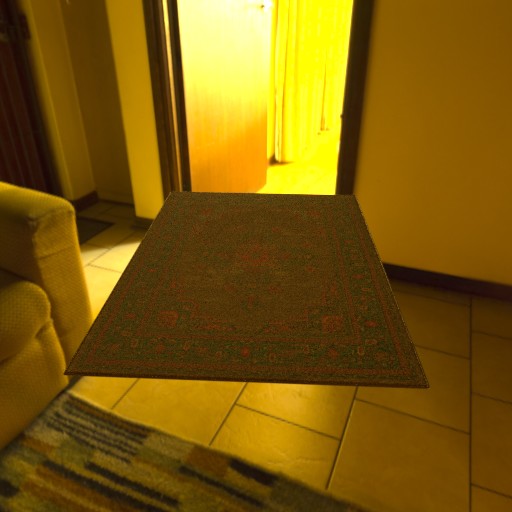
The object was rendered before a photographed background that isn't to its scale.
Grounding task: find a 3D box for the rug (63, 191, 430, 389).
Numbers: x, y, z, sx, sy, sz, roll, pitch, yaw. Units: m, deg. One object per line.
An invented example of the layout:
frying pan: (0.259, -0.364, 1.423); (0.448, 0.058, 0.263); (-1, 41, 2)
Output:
rug: (0.000, 0.000, 2.891); (1.609, 0.013, 2.214); (1, 30, 3)
